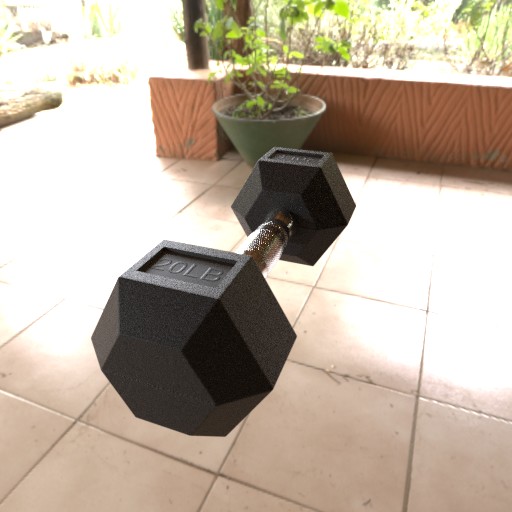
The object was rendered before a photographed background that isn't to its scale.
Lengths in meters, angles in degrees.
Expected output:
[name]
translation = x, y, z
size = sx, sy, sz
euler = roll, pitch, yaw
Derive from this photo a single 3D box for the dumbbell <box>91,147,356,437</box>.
[dumbbell]
translation = 0.000, 0.000, 0.354
size = 0.116, 0.101, 0.297
euler = 11, 32, 18
